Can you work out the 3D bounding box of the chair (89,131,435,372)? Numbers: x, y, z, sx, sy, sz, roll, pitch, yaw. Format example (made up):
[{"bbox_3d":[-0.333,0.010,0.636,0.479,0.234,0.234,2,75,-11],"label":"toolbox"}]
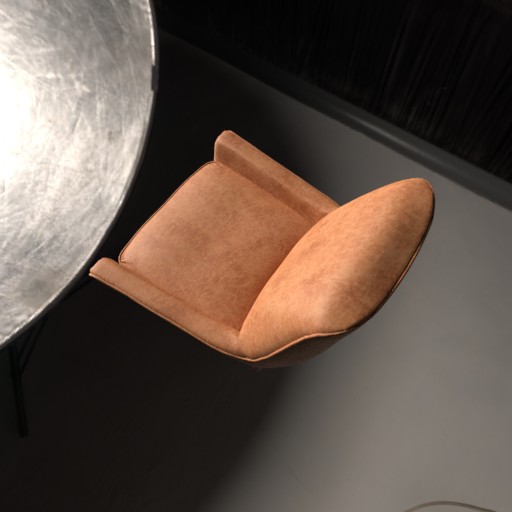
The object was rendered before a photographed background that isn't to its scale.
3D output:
[{"bbox_3d":[0.000,0.000,1.489,0.851,0.883,0.753,32,68,15],"label":"chair"}]
